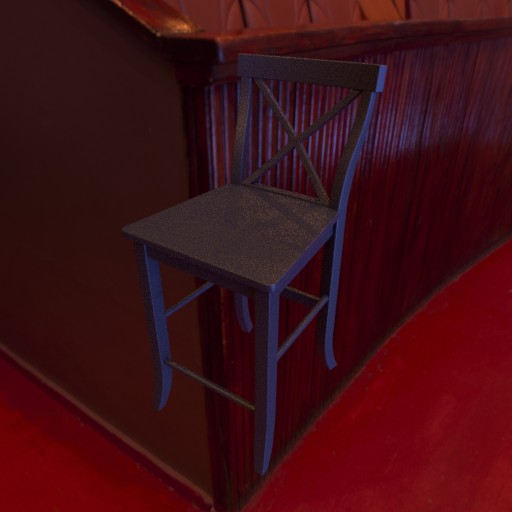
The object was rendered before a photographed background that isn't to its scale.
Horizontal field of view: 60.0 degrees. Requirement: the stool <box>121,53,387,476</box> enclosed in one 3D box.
[{"bbox_3d":[0.000,0.000,1.261,0.452,0.989,0.559,19,36,29],"label":"stool"}]
